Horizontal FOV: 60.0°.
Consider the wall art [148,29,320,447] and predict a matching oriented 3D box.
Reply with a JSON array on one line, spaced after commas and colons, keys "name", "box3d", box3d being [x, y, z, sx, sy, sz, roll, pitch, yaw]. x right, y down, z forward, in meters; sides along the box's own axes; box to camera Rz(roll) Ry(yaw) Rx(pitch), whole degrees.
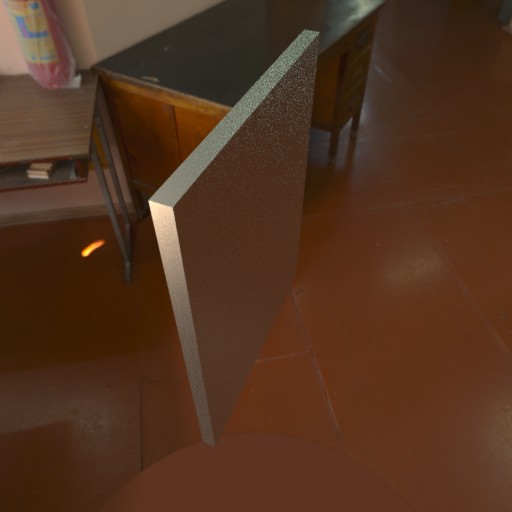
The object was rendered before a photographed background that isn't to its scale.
[{"name": "wall art", "box3d": [0.000, 0.000, 0.744, 0.025, 0.569, 0.444, 17, 49, 15]}]
